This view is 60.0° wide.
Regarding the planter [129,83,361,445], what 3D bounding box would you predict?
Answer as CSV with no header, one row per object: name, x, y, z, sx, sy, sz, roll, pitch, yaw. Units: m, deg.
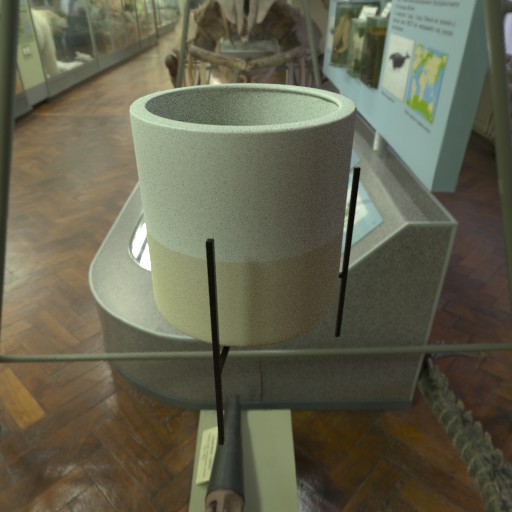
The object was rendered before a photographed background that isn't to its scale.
planter,0.000,0.000,0.547,0.263,0.362,0.267,0,30,-1
